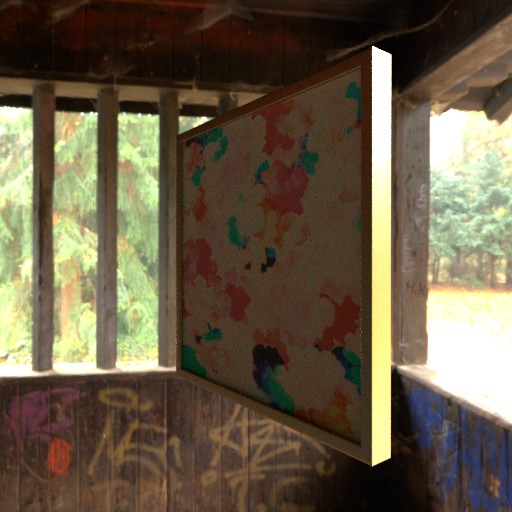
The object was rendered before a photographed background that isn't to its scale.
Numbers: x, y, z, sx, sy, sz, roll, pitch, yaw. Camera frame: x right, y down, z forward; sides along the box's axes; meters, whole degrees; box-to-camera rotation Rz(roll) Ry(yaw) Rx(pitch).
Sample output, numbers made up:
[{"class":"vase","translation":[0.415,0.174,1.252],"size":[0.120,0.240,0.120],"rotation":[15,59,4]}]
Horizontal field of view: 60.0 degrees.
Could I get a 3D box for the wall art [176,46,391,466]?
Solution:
[{"class":"wall art","translation":[0.000,0.000,0.751],"size":[0.037,0.509,0.510],"rotation":[0,0,-38]}]
